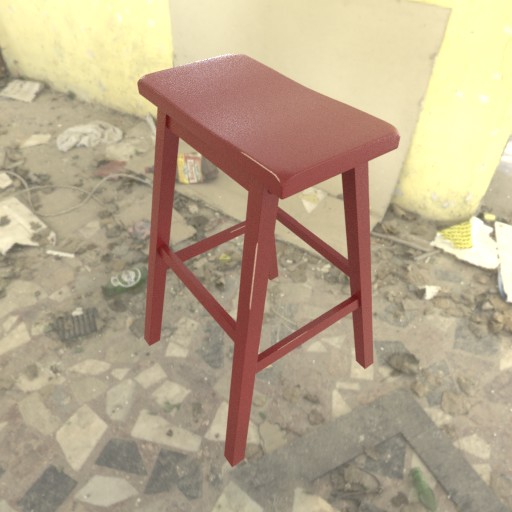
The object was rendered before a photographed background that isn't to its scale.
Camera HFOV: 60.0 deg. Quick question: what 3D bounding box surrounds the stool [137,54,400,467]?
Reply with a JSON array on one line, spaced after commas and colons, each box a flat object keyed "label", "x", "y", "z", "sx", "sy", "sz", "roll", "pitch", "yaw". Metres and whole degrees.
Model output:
[{"label": "stool", "x": 0.000, "y": 0.000, "z": 1.017, "sx": 0.476, "sy": 0.737, "sz": 0.457, "roll": -27, "pitch": 49, "yaw": -26}]
